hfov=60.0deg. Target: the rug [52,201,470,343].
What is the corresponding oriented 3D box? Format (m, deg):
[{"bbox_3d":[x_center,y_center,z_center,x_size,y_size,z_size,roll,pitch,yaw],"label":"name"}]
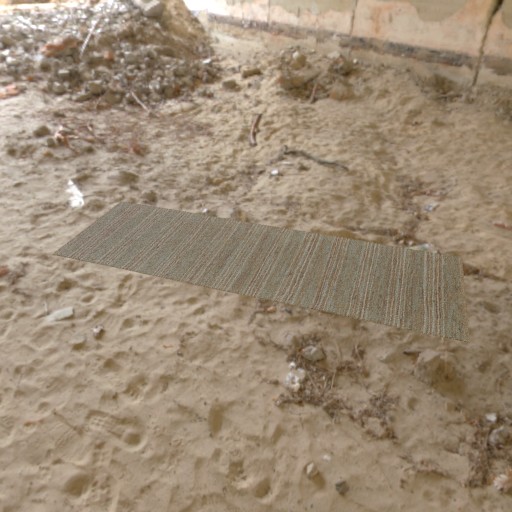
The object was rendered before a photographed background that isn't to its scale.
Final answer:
[{"bbox_3d":[0.000,0.000,2.768,2.438,0.006,0.783,10,35,15],"label":"rug"}]
